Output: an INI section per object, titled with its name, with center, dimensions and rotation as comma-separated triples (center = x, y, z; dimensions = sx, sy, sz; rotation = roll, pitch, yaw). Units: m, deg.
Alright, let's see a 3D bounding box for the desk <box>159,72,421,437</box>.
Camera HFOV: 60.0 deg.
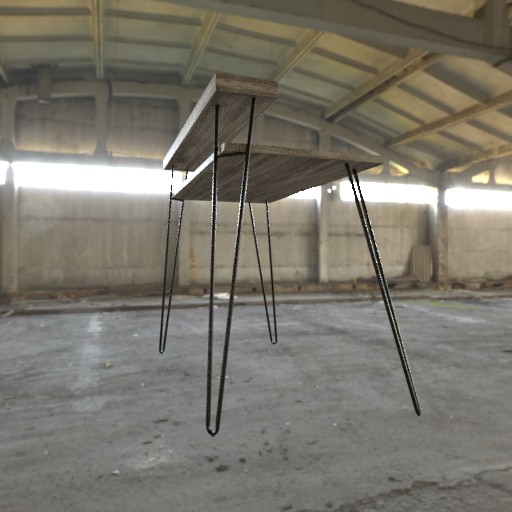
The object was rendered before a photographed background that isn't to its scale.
[desk]
center = 0.000, 0.000, 1.672
dimensions = 0.605, 0.899, 1.135
rotation = 0, -1, -19
